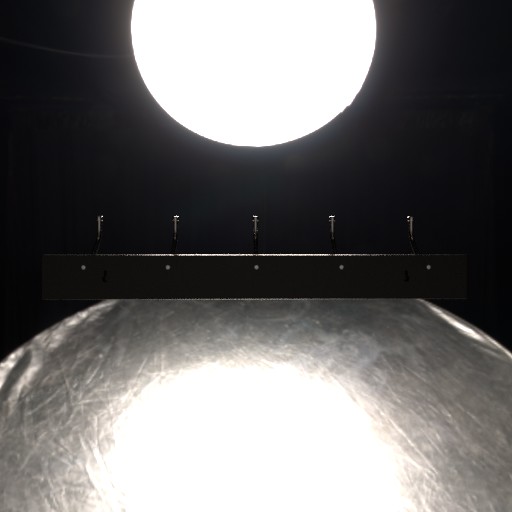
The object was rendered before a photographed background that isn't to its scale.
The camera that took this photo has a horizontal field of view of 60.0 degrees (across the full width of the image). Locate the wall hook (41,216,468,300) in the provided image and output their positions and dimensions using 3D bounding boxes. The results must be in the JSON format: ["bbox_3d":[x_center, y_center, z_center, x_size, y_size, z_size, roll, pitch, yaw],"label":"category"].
[{"bbox_3d":[0.000,0.000,0.629,0.571,0.117,0.071,0,1,-1],"label":"wall hook"}]
